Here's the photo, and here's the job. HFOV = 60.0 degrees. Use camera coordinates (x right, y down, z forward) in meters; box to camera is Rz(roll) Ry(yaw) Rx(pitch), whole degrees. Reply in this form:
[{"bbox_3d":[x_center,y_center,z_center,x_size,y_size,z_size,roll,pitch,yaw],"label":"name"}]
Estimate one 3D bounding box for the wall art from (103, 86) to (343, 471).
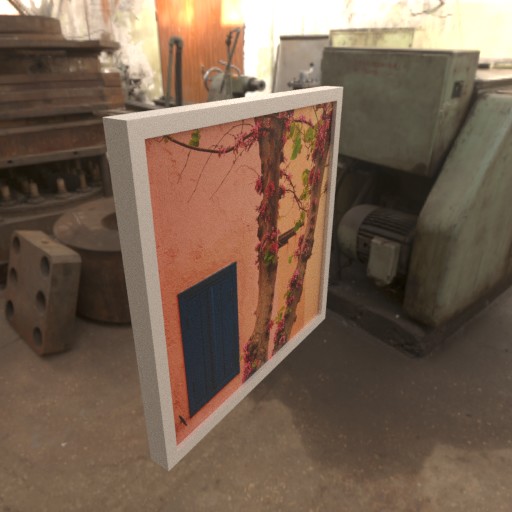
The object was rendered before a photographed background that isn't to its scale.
[{"bbox_3d":[0.000,0.000,0.753,0.038,0.508,0.507,17,30,31],"label":"wall art"}]
